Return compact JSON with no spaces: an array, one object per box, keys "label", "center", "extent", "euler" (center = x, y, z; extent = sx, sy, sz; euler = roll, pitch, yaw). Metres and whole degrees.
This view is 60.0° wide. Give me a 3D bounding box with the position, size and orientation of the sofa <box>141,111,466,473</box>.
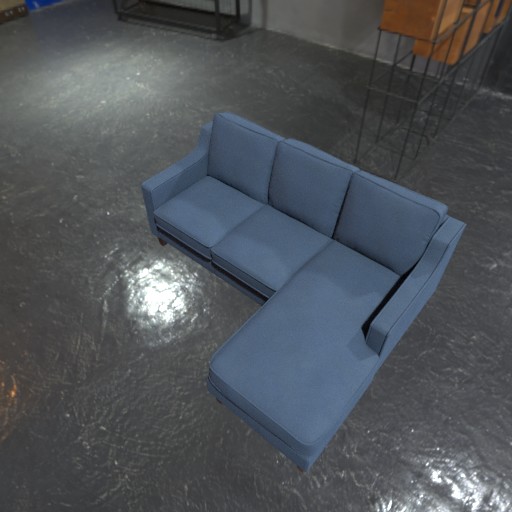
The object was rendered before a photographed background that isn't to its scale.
[{"label":"sofa","center":[0.000,0.000,3.315],"extent":[2.317,1.066,1.858],"euler":[31,54,26]}]
